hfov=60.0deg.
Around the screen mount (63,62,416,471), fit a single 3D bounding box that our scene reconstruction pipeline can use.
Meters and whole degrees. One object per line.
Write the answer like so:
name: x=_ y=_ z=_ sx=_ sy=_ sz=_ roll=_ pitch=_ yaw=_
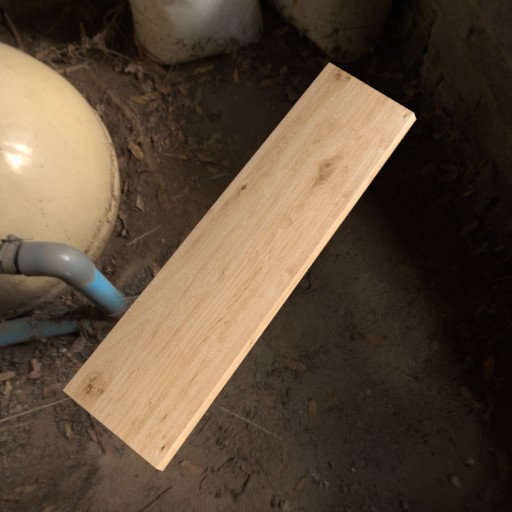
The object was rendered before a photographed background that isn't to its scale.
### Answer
screen mount: x=0.000 y=0.000 z=1.921 sx=0.450 sy=0.430 sz=1.700 roll=35 pitch=77 yaw=9
